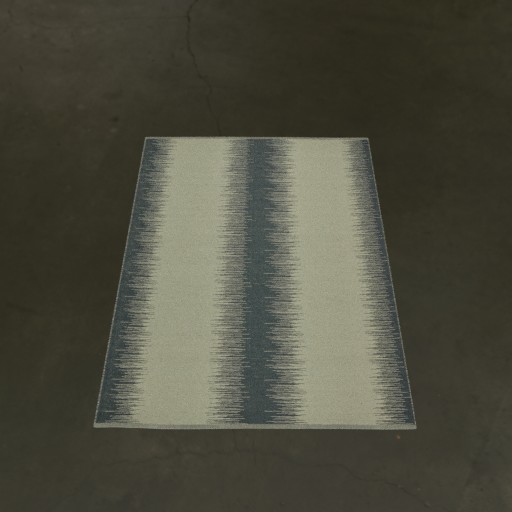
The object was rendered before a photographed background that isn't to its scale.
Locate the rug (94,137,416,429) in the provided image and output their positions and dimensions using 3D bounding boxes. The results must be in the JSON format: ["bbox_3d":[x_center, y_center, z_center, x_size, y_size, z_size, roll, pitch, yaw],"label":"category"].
[{"bbox_3d":[0.000,0.000,4.118,2.453,0.004,3.037,0,60,0],"label":"rug"}]
